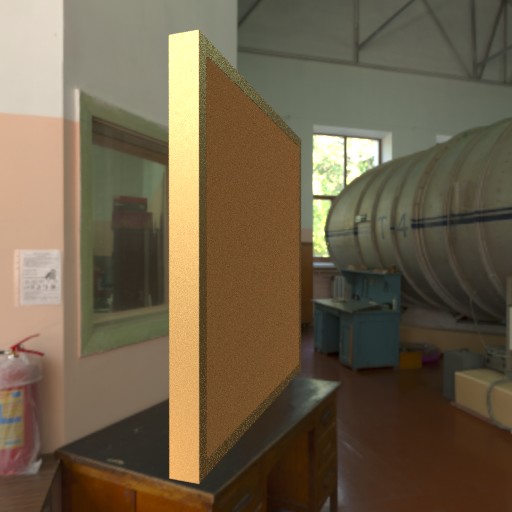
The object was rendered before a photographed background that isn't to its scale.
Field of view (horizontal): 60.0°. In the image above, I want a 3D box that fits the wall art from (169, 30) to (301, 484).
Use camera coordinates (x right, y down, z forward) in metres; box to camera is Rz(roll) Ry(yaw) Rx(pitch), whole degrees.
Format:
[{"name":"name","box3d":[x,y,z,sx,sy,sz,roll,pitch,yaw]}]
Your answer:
[{"name":"wall art","box3d":[0.000,0.000,1.876,0.095,1.284,1.284,0,0,19]}]
